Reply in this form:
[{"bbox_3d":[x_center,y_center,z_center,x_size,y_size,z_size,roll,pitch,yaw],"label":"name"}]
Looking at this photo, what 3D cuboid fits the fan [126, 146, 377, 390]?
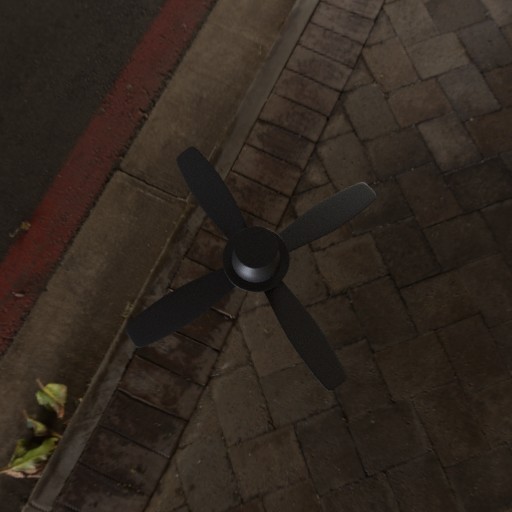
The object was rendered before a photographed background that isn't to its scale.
[{"bbox_3d":[0.000,0.000,2.527,1.694,0.382,1.694,-32,78,-8],"label":"fan"}]
